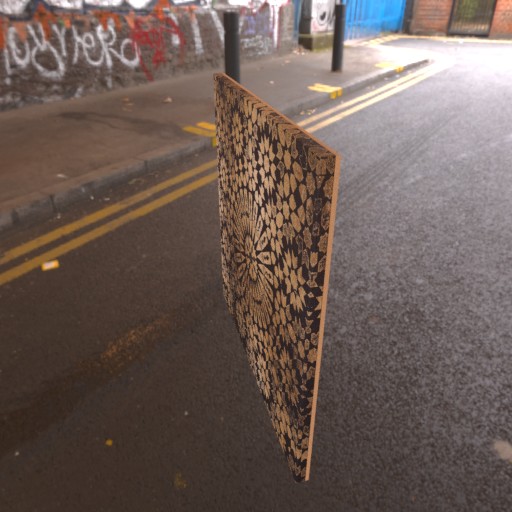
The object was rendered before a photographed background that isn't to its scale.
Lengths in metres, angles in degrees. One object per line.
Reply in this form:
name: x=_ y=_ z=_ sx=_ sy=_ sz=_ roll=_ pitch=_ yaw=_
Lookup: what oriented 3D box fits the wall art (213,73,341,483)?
wall art: x=0.000 y=0.000 z=1.352 sx=0.038 sy=0.914 sz=0.914 roll=-8 pitch=32 yaw=-14
